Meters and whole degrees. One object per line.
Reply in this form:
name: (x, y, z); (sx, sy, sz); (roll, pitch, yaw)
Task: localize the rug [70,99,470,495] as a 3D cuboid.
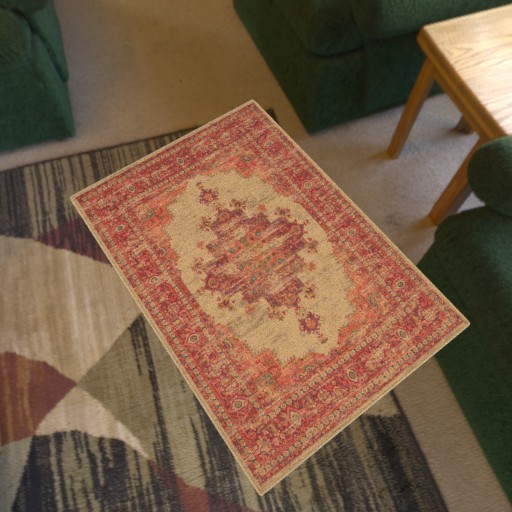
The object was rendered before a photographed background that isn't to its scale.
rug: (0.000, 0.000, 2.843); (1.555, 0.011, 2.232); (-33, 68, -15)
